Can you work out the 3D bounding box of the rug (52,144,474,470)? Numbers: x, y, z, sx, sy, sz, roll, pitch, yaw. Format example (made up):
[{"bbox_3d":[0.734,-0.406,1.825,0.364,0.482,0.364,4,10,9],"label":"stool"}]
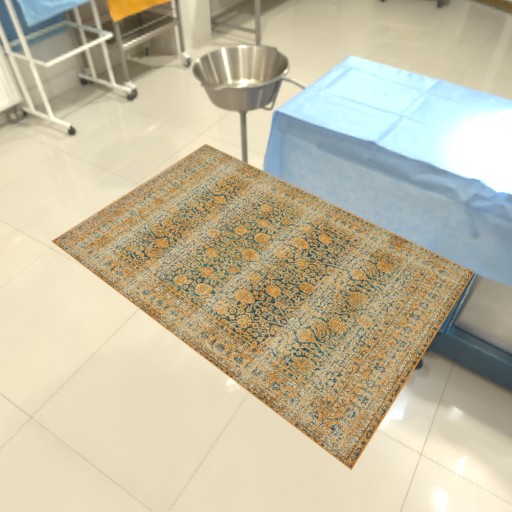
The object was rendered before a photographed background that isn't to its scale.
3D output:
[{"bbox_3d":[0.000,0.000,2.910,2.336,0.007,1.525,30,54,25],"label":"rug"}]
